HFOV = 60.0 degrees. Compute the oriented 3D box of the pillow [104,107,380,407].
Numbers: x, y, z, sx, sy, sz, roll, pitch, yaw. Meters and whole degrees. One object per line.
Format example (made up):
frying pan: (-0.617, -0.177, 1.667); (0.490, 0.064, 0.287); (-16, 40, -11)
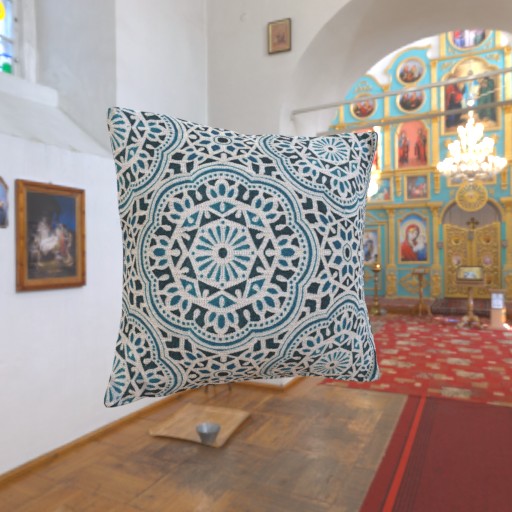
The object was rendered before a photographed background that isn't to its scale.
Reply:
pillow: (0.000, 0.000, 0.680); (0.440, 0.420, 0.145); (0, -1, -19)
